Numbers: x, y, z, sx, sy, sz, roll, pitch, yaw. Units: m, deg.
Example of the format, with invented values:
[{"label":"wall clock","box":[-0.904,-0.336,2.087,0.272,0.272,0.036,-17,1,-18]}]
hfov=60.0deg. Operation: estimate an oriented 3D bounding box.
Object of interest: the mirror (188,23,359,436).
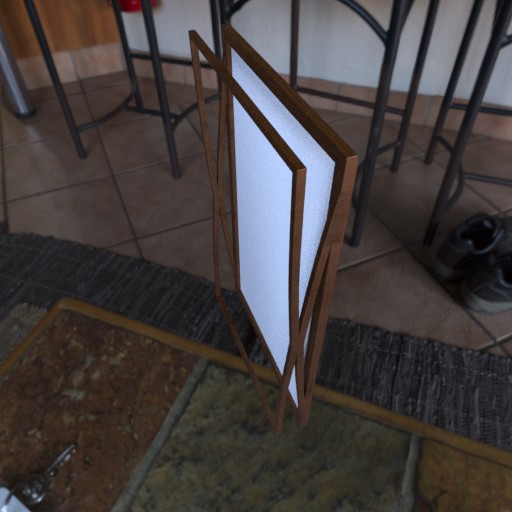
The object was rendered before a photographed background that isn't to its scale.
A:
[{"label":"mirror","box":[0.000,0.000,0.942,0.082,0.768,0.468,-16,48,-15]}]
